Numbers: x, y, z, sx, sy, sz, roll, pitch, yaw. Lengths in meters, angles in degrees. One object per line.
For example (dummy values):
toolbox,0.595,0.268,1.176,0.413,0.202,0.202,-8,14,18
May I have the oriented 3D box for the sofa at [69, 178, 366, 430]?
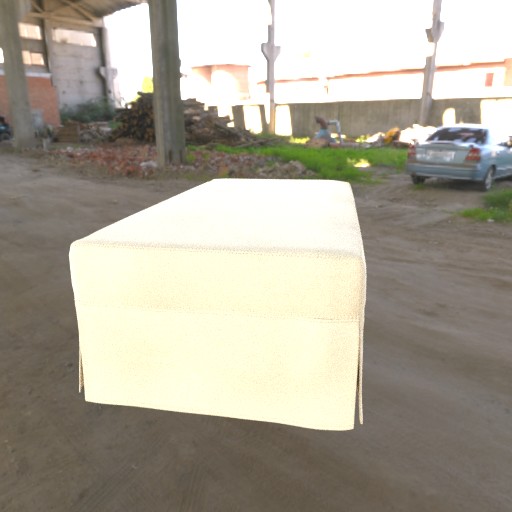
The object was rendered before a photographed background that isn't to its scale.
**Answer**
sofa,0.000,0.000,2.075,0.939,0.552,1.677,3,17,10
